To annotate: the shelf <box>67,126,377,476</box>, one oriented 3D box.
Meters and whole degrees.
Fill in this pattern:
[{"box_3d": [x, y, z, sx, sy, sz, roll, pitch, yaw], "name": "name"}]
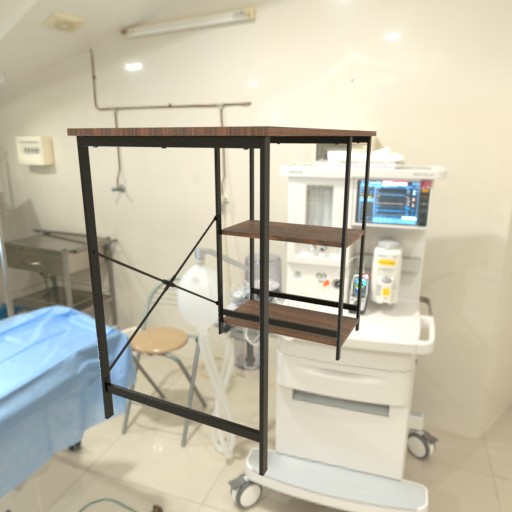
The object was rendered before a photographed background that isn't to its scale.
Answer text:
[{"box_3d": [0.000, 0.000, 1.373, 0.498, 0.750, 0.902, 7, 17, 26], "name": "shelf"}]
